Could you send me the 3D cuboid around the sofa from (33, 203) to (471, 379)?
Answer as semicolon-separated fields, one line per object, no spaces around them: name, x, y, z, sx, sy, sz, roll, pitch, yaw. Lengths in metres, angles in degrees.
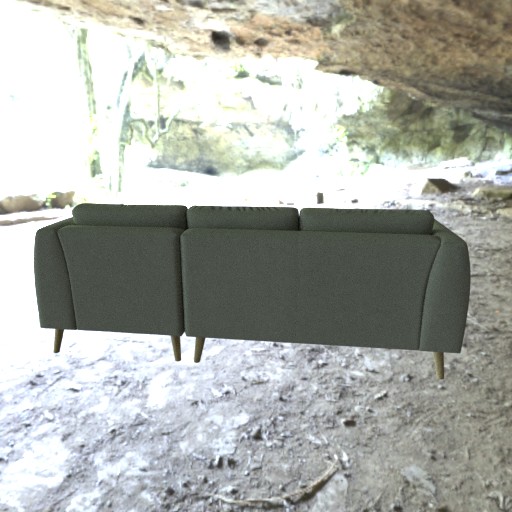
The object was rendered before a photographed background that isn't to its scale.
sofa;0.000;0.000;3.041;2.300;0.860;1.580;2;15;7
